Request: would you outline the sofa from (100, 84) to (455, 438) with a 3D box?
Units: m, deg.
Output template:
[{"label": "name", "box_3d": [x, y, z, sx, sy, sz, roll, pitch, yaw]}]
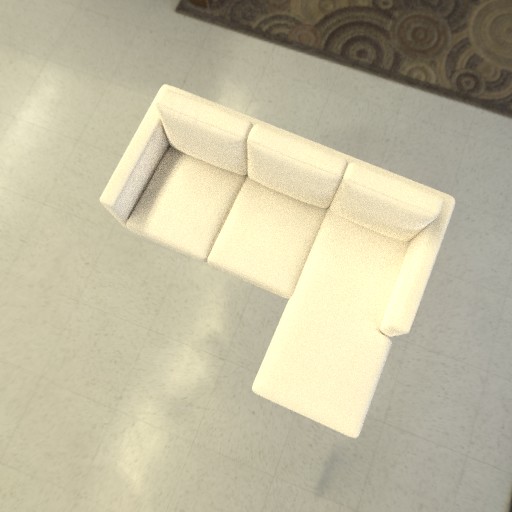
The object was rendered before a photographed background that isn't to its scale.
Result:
[{"label": "sofa", "box_3d": [0.000, 0.000, 2.873, 2.029, 0.899, 1.580, 23, 77, 5]}]
